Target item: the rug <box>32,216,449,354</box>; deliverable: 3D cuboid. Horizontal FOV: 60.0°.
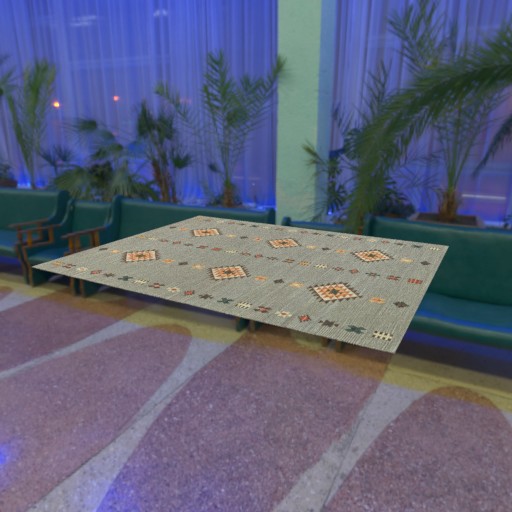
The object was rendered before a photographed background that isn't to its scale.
[{"bbox_3d":[0.000,0.000,4.090,3.035,0.008,2.425,9,19,28],"label":"rug"}]
